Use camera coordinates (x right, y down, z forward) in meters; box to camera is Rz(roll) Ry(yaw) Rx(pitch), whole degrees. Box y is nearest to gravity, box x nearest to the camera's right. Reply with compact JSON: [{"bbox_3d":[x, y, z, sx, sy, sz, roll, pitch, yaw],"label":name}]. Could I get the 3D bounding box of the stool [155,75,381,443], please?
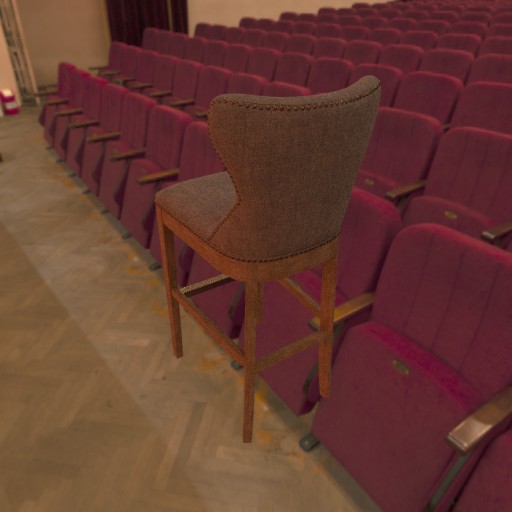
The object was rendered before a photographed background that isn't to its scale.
[{"bbox_3d":[0.000,0.000,1.446,0.494,1.123,0.606,-19,36,-28],"label":"stool"}]
